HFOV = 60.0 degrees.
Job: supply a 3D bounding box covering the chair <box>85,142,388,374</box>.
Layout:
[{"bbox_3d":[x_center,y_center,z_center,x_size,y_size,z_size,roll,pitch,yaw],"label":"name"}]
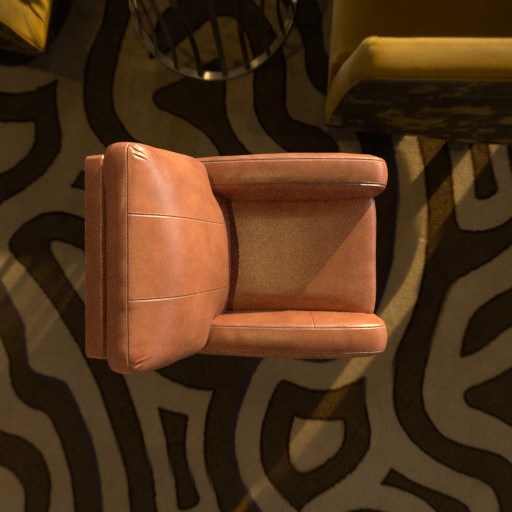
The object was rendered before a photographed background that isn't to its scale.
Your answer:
[{"bbox_3d":[0.000,0.000,1.687,0.990,0.990,0.762,0,91,1],"label":"chair"}]
